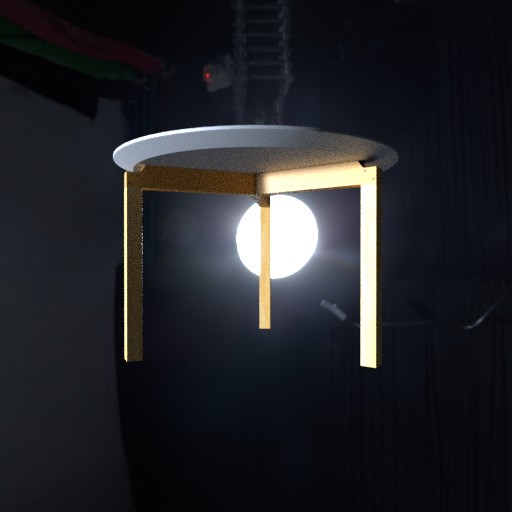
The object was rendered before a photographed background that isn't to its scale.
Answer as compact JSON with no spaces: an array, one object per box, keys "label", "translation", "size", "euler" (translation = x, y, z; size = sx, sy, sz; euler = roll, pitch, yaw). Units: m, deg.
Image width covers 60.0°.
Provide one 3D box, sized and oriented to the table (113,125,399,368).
[{"label":"table","translation":[0.000,0.000,0.979],"size":[0.600,0.405,0.600],"euler":[0,0,0]}]
